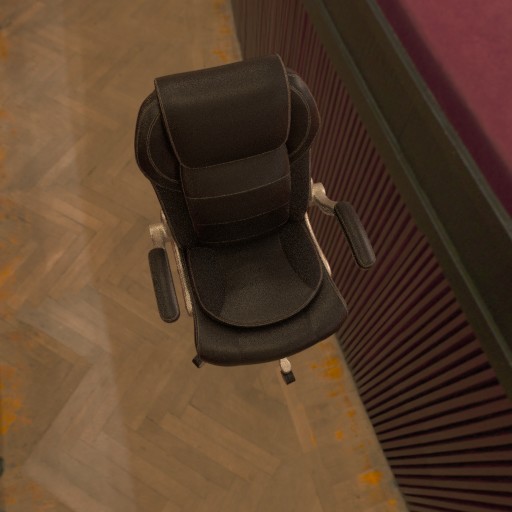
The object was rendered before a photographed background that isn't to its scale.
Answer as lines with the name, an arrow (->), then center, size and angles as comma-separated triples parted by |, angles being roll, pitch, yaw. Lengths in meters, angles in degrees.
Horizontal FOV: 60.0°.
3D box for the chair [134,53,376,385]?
chair -> 0.000, 0.000, 1.649 | 0.724, 1.141, 0.801 | -15, 65, -7
